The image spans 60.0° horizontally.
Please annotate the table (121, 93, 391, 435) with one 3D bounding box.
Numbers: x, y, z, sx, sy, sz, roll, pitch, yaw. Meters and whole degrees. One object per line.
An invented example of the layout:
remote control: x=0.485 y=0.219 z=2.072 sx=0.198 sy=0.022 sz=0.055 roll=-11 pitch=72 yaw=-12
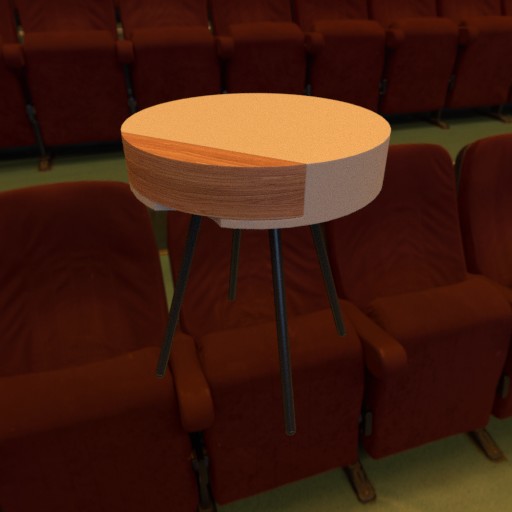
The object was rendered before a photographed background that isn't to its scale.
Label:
table: x=0.000 y=0.000 z=0.870 sx=0.450 sy=0.525 sz=0.450 roll=0 pitch=32 yaw=0
